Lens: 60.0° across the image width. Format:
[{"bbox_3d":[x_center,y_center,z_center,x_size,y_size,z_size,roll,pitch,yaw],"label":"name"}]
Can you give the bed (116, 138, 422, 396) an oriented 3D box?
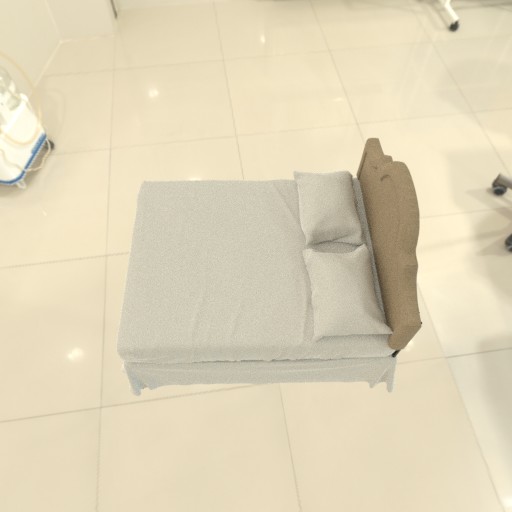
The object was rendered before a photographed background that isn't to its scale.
[{"bbox_3d":[0.000,0.000,3.409,2.222,1.634,1.780,-1,58,-1],"label":"bed"}]
